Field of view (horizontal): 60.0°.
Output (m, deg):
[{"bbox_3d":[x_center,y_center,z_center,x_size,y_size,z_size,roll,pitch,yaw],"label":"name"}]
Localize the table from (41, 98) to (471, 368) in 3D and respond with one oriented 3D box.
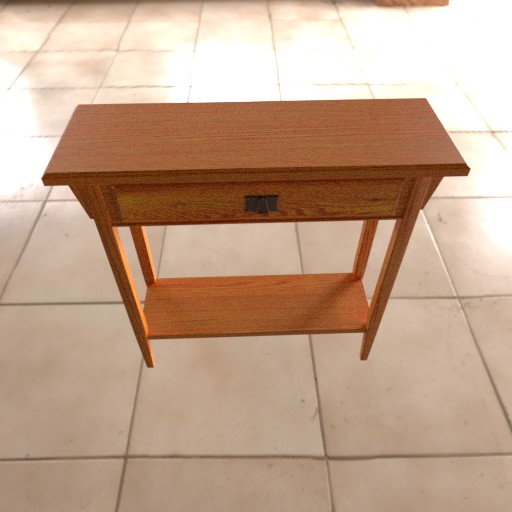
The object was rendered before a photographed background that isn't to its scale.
[{"bbox_3d":[0.000,0.000,1.125,0.762,0.711,0.254,-2,47,-2],"label":"table"}]
